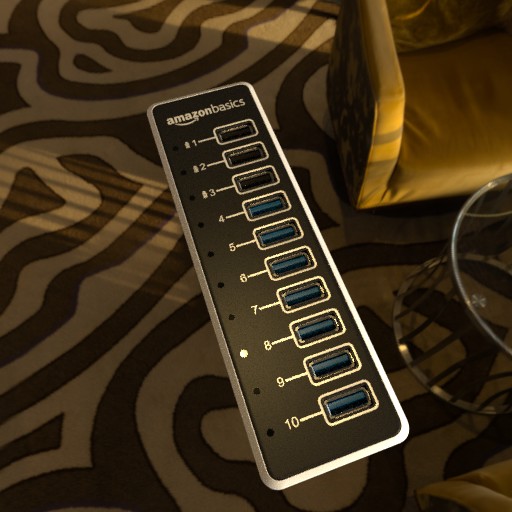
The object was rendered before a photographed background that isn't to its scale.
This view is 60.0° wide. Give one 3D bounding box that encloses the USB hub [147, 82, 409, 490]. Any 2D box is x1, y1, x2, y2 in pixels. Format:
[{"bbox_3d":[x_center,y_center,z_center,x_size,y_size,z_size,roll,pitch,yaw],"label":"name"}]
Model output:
[{"bbox_3d":[0.000,0.000,0.160,0.044,0.023,0.145,-17,66,-8],"label":"USB hub"}]
